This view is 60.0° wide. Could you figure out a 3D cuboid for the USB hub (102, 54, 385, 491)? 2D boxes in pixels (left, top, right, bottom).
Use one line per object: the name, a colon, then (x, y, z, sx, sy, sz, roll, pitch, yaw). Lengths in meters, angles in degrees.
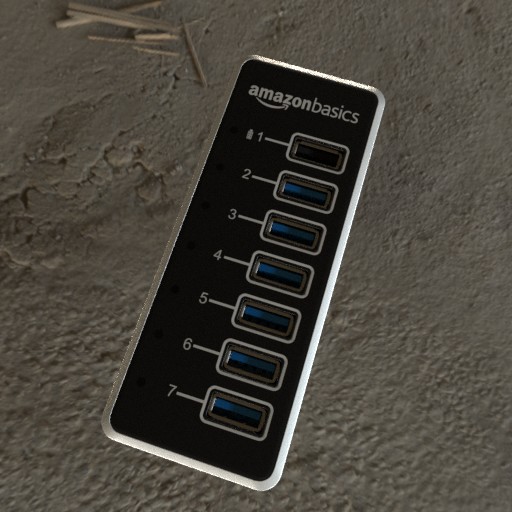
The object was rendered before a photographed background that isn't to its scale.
USB hub: (0.000, 0.000, 0.125, 0.044, 0.023, 0.110, 17, 77, 4)
